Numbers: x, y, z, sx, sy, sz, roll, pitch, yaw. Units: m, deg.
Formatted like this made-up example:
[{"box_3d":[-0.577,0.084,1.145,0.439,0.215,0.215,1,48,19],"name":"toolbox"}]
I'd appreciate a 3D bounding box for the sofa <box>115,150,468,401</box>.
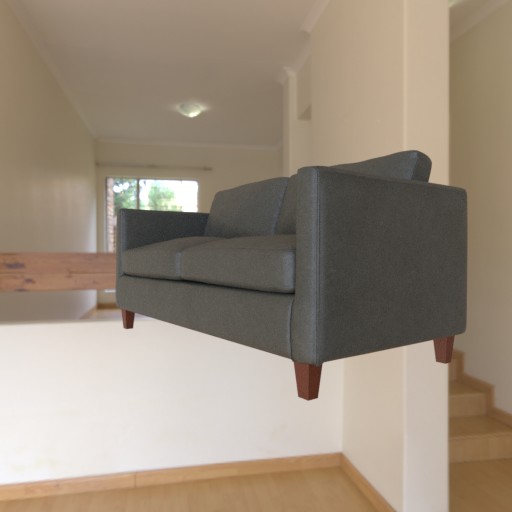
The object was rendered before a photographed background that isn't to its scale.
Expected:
[{"box_3d":[0.000,0.000,2.399,0.951,0.933,1.883,0,1,-36],"name":"sofa"}]
